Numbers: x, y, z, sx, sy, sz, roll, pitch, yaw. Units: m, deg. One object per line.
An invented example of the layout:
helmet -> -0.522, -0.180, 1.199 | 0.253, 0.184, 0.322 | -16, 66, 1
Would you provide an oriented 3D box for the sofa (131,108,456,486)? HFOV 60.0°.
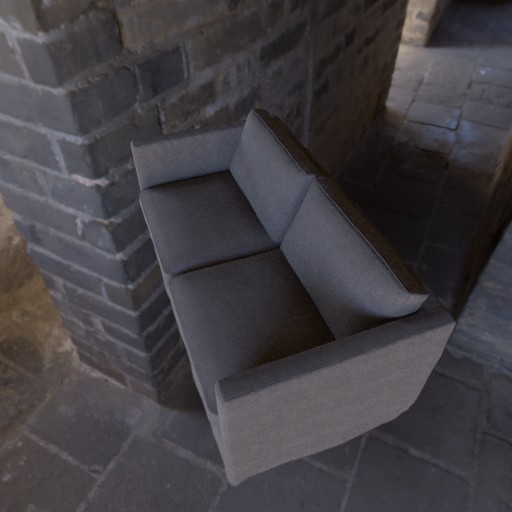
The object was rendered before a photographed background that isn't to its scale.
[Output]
sofa -> 0.000, 0.000, 2.333 | 0.974, 0.854, 1.802 | -15, 46, -15
